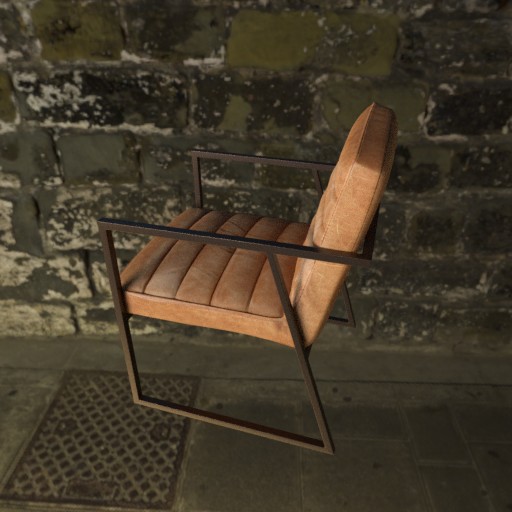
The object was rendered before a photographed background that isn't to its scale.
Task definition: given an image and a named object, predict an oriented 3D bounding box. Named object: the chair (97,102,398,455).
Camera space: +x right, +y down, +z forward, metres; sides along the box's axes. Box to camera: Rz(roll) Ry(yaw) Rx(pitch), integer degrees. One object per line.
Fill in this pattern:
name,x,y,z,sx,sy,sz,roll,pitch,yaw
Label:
chair,0.000,0.000,1.300,0.677,0.832,0.571,9,33,15
